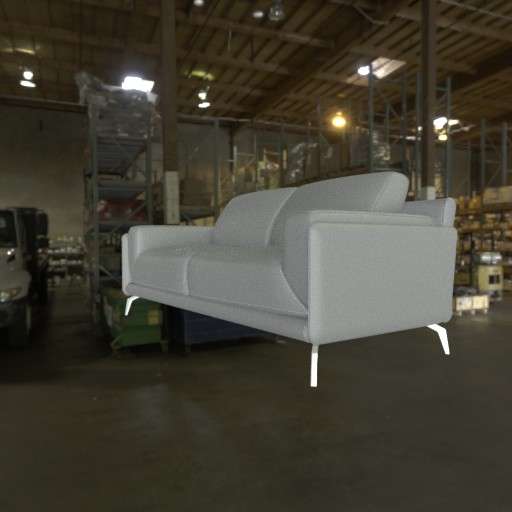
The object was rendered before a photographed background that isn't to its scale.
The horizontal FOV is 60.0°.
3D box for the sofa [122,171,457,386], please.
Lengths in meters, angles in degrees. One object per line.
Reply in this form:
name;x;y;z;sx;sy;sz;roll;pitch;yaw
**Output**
sofa;0.000;0.000;2.687;0.969;0.900;2.100;-1;2;-35
